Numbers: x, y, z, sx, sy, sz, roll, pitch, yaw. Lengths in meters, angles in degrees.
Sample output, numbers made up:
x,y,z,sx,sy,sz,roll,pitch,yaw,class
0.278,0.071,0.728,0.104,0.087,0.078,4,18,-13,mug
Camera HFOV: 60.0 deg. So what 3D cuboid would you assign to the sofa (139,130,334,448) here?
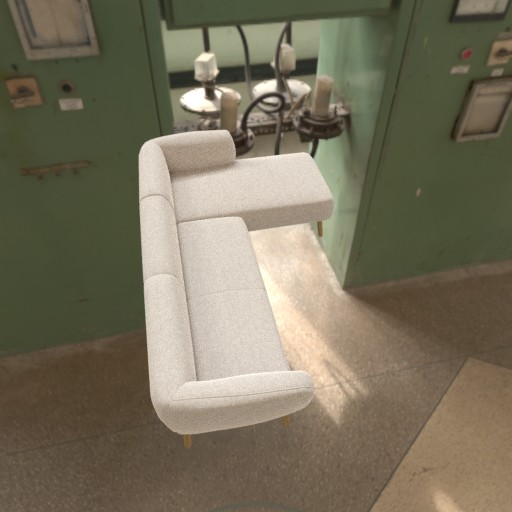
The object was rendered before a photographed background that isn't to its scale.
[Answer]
x,y,z,sx,sy,sz,roll,pitch,yaw,class
0.000,0.000,3.347,1.610,0.730,2.660,-9,46,-8,sofa
